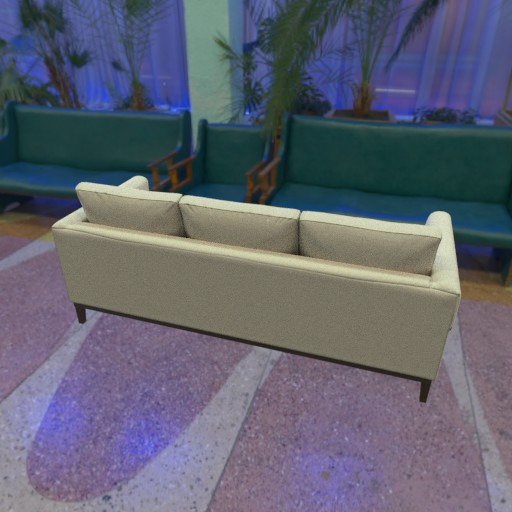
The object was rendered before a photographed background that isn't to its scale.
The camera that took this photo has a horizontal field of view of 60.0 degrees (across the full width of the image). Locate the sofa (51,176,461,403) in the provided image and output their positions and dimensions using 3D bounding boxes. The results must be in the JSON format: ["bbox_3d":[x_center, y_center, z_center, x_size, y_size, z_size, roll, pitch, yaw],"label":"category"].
[{"bbox_3d":[0.000,0.000,2.697,2.198,0.911,0.902,9,30,16],"label":"sofa"}]
